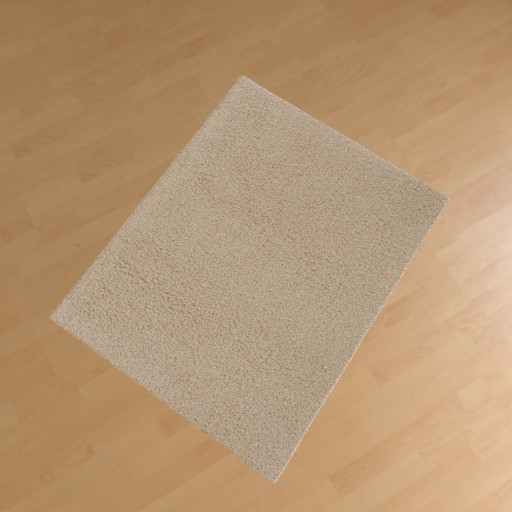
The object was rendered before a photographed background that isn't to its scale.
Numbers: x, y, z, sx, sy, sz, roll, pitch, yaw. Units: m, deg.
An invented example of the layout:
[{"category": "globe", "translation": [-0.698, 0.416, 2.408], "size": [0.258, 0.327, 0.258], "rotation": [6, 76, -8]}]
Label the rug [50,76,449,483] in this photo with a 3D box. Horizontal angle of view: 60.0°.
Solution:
[{"category": "rug", "translation": [0.000, 0.000, 4.125], "size": [2.438, 0.029, 3.047], "rotation": [33, 78, 8]}]
